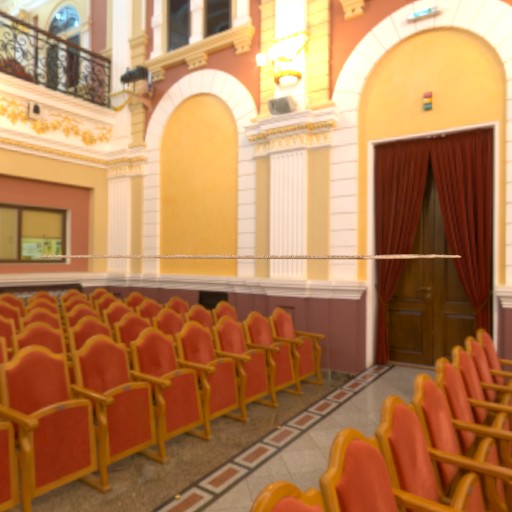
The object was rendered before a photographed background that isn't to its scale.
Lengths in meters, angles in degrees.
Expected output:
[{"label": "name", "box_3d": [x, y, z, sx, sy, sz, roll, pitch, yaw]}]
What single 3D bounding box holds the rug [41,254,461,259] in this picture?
[{"label": "rug", "box_3d": [0.000, 0.000, 4.102, 3.052, 0.030, 2.429, 0, 0, 36]}]
